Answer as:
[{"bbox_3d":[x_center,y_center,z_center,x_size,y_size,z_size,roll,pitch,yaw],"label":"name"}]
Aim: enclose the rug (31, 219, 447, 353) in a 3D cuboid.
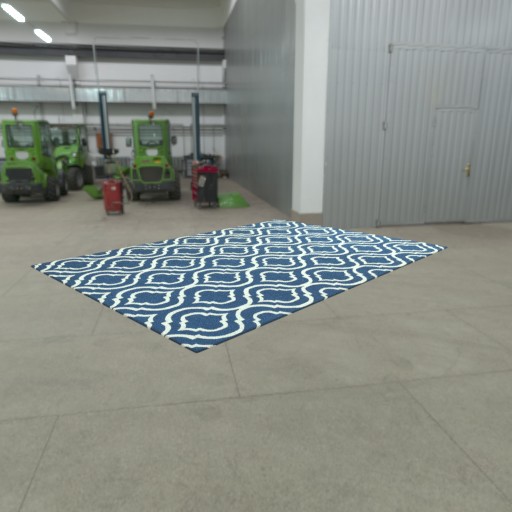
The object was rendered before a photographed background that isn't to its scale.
[{"bbox_3d":[0.000,0.000,2.756,1.524,0.010,2.134,14,20,43],"label":"rug"}]
